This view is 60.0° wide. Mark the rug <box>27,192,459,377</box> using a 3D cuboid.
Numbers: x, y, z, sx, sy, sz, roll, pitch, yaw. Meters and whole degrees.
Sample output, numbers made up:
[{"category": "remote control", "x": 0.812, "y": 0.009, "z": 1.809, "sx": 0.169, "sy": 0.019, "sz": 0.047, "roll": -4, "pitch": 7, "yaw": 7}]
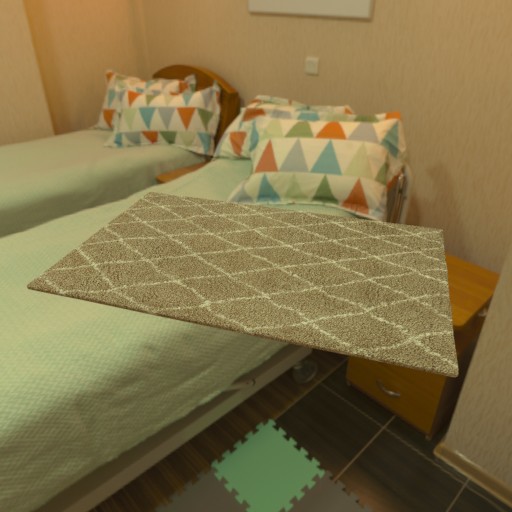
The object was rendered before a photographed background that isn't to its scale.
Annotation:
[{"category": "rug", "x": 0.000, "y": 0.000, "z": 2.984, "sx": 2.438, "sy": 0.030, "sz": 1.524, "roll": 9, "pitch": 32, "yaw": 15}]
